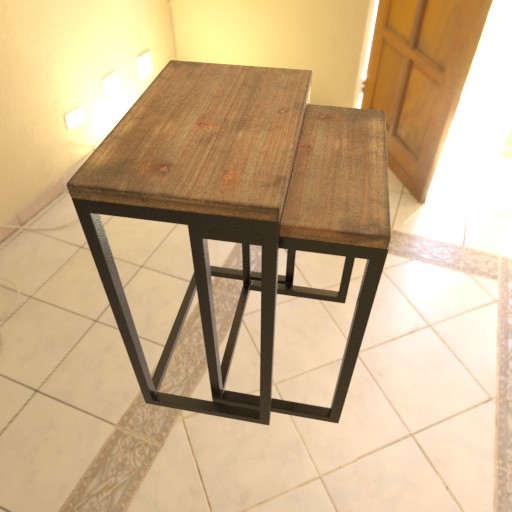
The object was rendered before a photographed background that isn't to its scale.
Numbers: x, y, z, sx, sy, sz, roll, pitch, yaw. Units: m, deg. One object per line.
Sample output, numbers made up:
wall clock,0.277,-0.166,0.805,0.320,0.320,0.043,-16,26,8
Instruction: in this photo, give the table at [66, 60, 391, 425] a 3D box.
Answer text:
table,0.000,0.000,0.937,0.460,0.615,0.456,9,45,9
